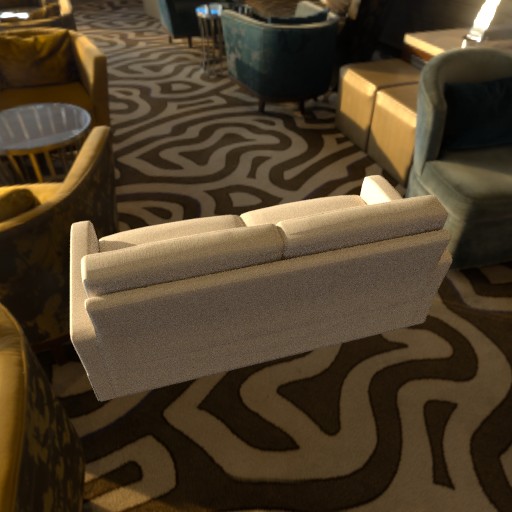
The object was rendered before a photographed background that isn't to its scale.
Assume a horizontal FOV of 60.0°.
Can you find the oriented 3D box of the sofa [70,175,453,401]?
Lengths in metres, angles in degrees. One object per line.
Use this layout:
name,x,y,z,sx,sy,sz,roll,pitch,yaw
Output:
sofa,0.000,0.000,2.339,1.808,0.831,0.894,-11,41,-12
